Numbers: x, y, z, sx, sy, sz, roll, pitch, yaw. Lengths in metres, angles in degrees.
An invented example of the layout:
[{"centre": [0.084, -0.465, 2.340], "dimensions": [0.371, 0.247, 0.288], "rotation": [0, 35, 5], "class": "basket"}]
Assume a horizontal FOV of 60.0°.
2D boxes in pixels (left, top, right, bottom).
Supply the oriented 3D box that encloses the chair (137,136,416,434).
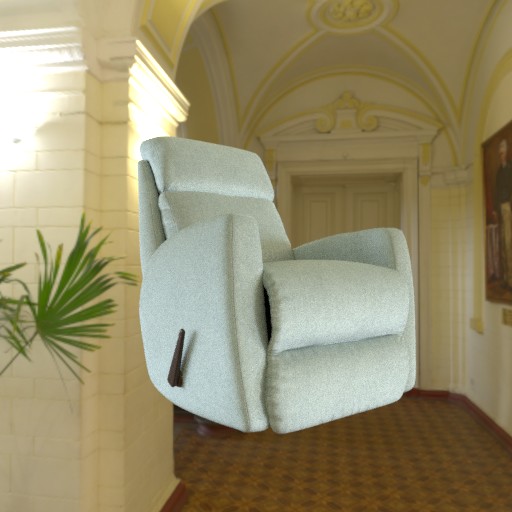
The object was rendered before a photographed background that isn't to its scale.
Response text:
[{"centre": [0.000, 0.000, 1.669], "dimensions": [0.812, 1.013, 0.940], "rotation": [1, -2, -36], "class": "chair"}]
